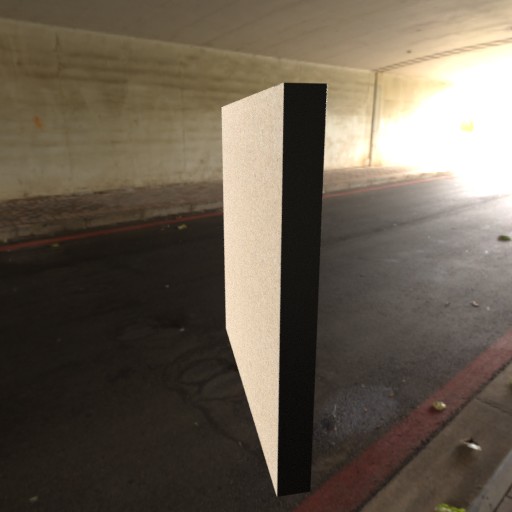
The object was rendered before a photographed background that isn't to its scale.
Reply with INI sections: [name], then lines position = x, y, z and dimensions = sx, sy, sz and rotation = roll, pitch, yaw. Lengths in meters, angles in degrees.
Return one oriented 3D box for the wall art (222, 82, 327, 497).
[wall art]
position = 0.000, 0.000, 0.477
dimensions = 0.029, 0.318, 0.327
rotation = -3, 16, -11
